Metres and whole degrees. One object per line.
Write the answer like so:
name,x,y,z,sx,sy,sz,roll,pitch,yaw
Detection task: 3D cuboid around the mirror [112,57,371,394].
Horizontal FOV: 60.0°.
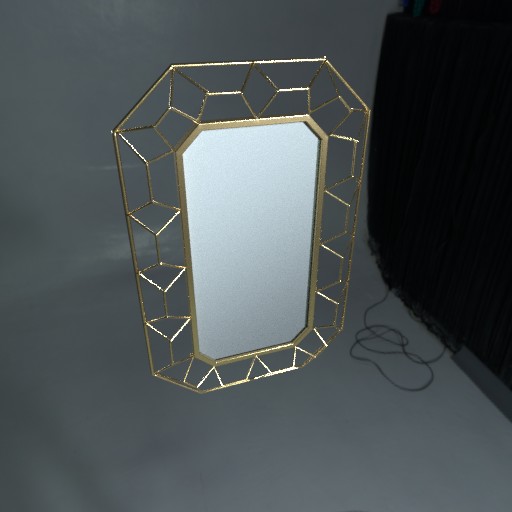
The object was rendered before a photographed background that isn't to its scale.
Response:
mirror,0.000,0.000,1.074,0.572,0.870,0.051,-10,32,-17
